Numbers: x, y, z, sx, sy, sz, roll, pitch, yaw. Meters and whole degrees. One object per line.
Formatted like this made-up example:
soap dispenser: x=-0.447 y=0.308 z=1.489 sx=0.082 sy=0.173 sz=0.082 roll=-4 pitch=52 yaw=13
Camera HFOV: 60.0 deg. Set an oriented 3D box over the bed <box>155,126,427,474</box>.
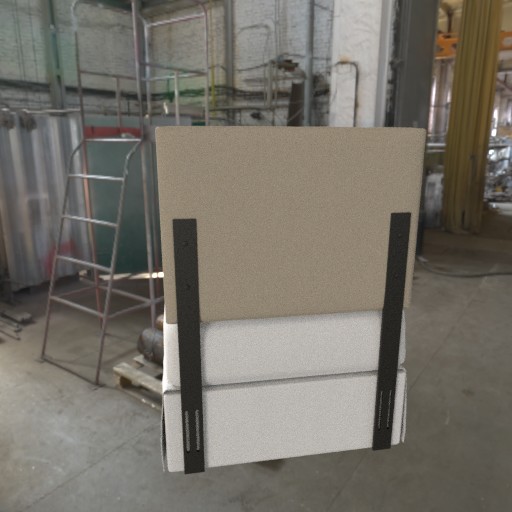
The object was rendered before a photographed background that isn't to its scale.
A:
bed: x=0.000 y=0.000 z=2.909 sx=1.261 sy=1.571 sz=1.997 roll=-3 pitch=15 yaw=-10
